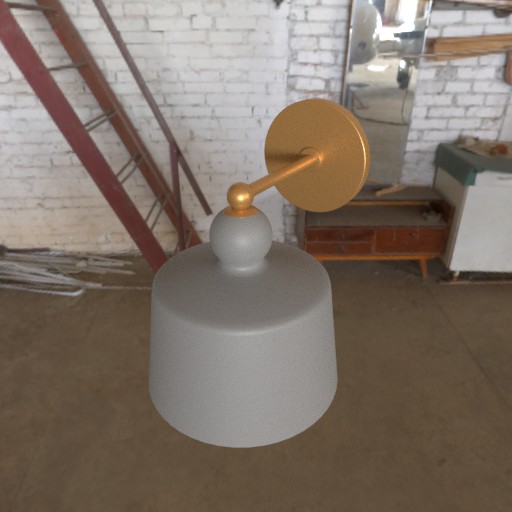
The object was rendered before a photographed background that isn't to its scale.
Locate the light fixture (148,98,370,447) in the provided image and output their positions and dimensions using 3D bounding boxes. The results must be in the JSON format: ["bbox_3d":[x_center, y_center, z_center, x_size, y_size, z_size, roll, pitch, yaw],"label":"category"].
[{"bbox_3d":[0.000,0.000,0.444,0.204,0.268,0.254,17,33,29],"label":"light fixture"}]
